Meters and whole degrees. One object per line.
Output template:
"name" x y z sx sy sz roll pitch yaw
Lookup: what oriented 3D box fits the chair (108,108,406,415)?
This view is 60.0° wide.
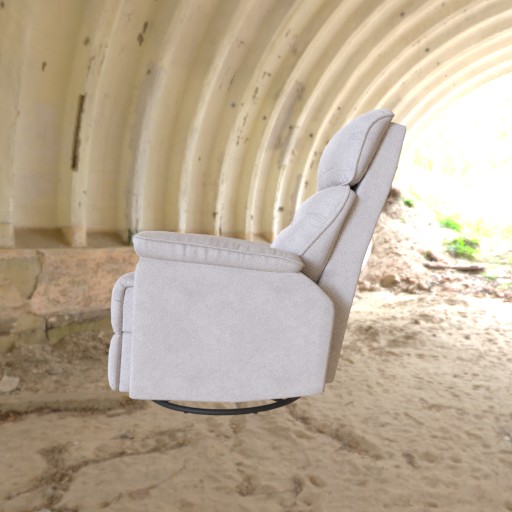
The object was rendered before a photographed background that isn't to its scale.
"chair" 0.000 0.000 1.759 1.001 1.039 0.820 0 2 0
